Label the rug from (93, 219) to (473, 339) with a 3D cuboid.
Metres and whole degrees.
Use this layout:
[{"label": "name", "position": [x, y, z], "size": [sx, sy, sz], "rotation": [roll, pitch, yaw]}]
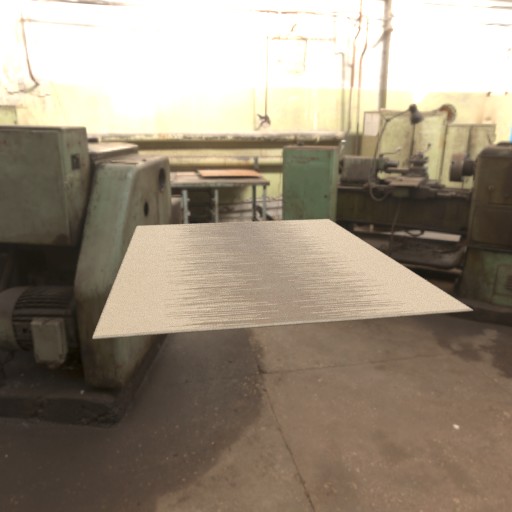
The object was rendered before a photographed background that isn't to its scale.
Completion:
[{"label": "rug", "position": [0.000, 0.000, 4.204], "size": [2.453, 0.010, 3.037], "rotation": [-3, 17, -9]}]
